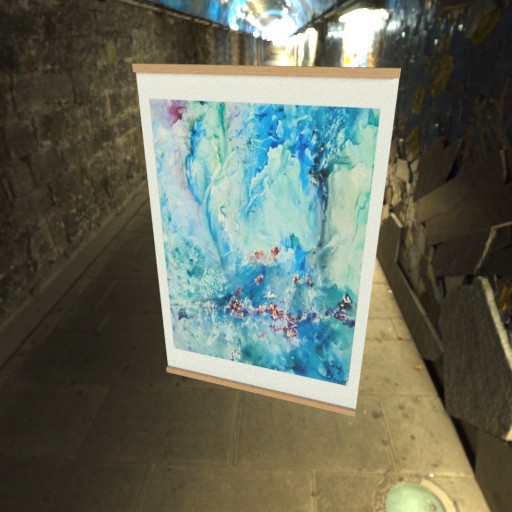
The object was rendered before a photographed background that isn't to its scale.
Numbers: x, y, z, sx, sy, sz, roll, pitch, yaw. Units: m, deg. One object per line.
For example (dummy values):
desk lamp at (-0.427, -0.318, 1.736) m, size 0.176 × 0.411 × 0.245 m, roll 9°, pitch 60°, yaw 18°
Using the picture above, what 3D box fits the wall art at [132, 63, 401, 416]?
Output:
wall art at (0.000, 0.000, 1.292) m, size 0.669 × 1.020 × 0.027 m, roll 8°, pitch 27°, yaw 16°
